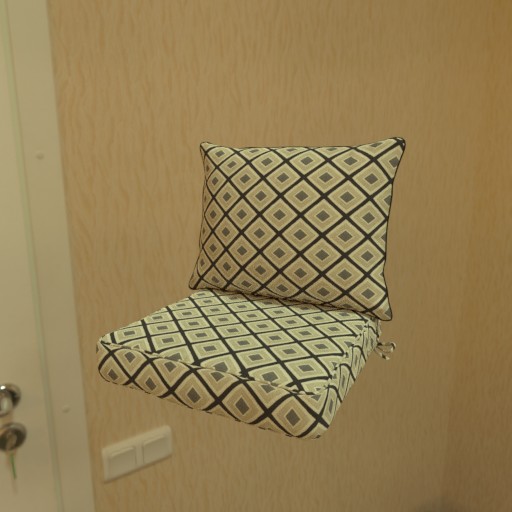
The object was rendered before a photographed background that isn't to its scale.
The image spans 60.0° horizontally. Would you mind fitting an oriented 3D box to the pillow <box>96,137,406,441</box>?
[{"bbox_3d":[0.000,0.000,1.378,0.798,0.722,0.733,6,14,26],"label":"pillow"}]
